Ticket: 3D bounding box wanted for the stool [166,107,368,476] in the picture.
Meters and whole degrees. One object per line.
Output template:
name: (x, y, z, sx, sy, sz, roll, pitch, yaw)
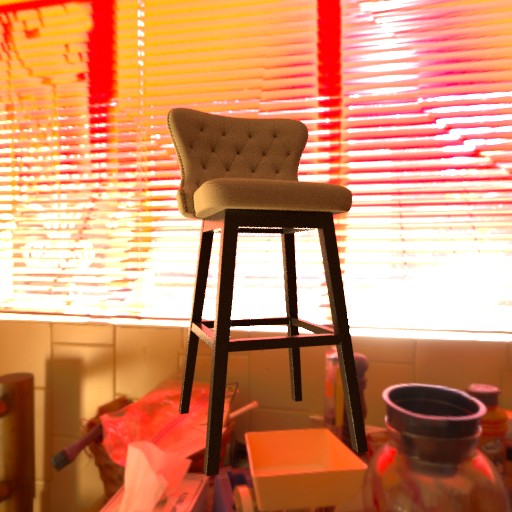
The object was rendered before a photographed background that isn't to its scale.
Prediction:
stool: (0.000, 0.000, 1.427, 0.528, 1.066, 0.605, 0, 0, -18)
